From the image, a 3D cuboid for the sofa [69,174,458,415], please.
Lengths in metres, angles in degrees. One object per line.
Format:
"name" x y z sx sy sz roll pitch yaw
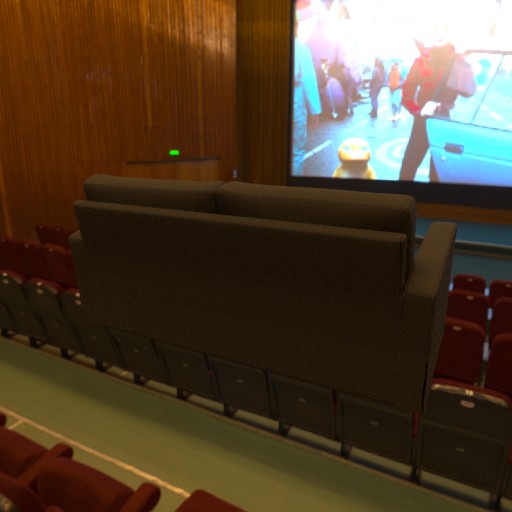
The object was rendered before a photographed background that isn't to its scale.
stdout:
"sofa" 0.000 0.000 2.314 1.852 0.839 0.898 8 18 26
